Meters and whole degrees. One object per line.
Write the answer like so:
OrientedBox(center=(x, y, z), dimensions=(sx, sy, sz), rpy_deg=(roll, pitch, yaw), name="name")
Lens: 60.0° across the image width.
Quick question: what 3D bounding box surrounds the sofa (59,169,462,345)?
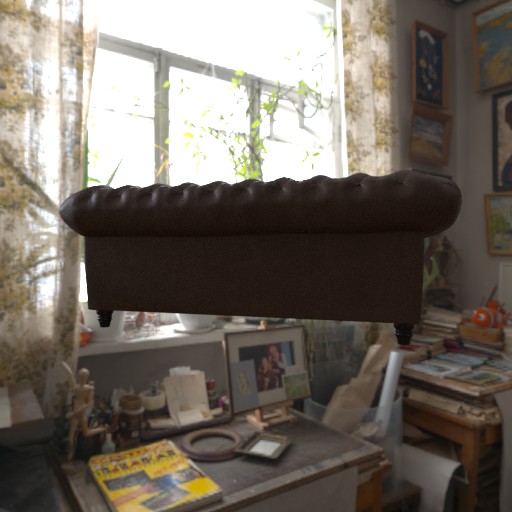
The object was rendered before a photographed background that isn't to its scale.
OrientedBox(center=(0.000, 0.000, 2.511), dimensions=(2.048, 0.784, 0.955), rpy_deg=(0, 0, 17), name="sofa")
